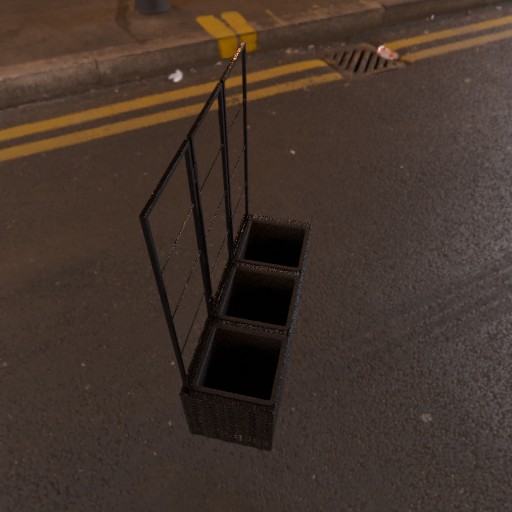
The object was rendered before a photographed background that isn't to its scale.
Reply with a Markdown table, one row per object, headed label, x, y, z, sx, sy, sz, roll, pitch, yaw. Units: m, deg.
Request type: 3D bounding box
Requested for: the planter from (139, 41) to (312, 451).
| label | x | y | z | sx | sy | sz | roll | pitch | yaw |
| --- | --- | --- | --- | --- | --- | --- | --- | --- | --- |
| planter | 0.000 | 0.000 | 1.189 | 0.244 | 0.841 | 0.698 | 9 | 48 | 8 |
